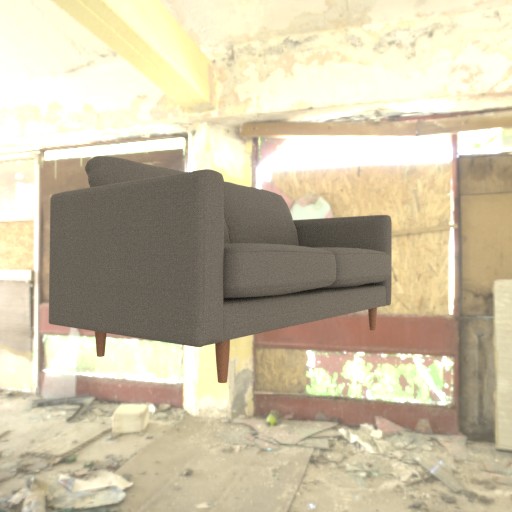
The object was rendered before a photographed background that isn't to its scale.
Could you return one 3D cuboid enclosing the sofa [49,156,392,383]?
[{"bbox_3d":[0.000,0.000,2.272,0.940,0.866,1.713,0,-1,36],"label":"sofa"}]
